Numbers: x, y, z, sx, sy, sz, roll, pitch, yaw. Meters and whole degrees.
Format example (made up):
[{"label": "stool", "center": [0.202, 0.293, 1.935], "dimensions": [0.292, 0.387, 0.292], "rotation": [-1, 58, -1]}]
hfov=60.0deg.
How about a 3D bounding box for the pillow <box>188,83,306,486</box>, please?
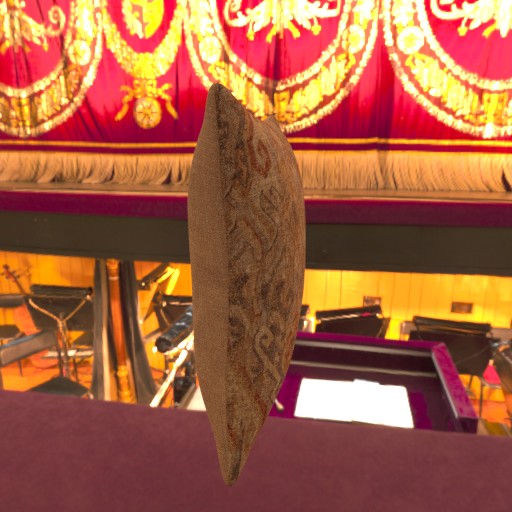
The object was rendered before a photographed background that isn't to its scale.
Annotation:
[{"label": "pillow", "center": [0.000, 0.000, 0.776], "dimensions": [0.166, 0.506, 0.523], "rotation": [2, 14, 9]}]
